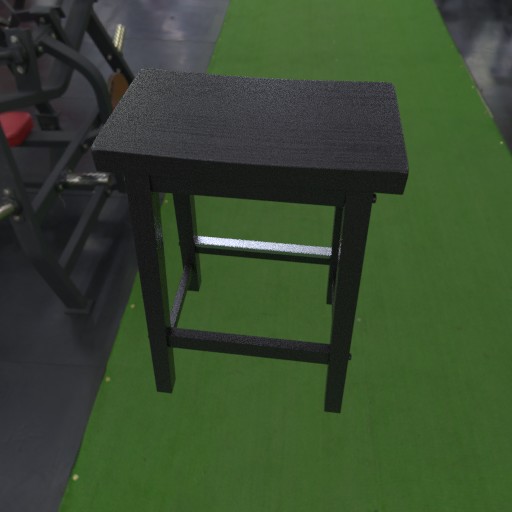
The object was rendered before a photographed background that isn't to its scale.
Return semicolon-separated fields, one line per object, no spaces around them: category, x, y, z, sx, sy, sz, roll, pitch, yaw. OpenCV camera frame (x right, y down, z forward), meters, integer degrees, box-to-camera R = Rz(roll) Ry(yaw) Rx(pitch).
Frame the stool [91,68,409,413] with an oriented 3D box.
stool;0.000;0.000;0.855;0.406;0.610;0.322;5;48;5
